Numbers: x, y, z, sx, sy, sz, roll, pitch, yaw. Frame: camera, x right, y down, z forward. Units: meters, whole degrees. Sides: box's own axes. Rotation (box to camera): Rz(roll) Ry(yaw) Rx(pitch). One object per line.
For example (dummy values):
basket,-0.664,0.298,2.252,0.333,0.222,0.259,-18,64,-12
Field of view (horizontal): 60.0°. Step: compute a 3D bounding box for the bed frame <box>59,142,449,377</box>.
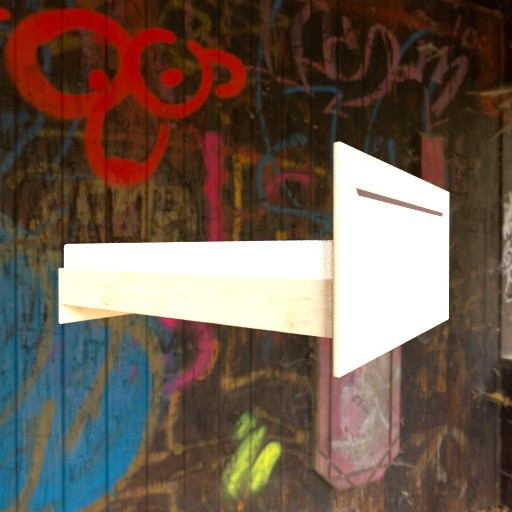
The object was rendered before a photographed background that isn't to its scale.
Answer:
bed frame,0.000,0.000,3.027,2.080,0.900,1.800,0,1,36
